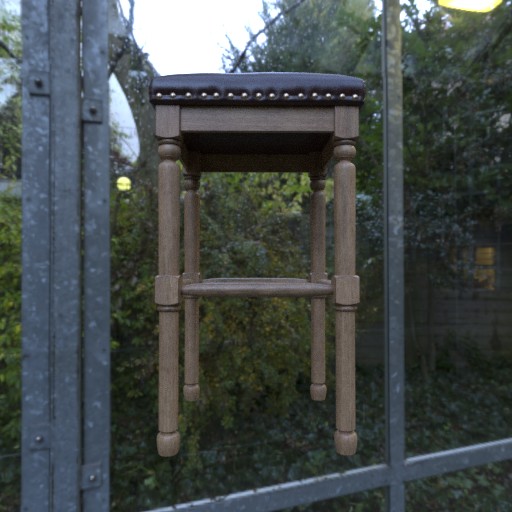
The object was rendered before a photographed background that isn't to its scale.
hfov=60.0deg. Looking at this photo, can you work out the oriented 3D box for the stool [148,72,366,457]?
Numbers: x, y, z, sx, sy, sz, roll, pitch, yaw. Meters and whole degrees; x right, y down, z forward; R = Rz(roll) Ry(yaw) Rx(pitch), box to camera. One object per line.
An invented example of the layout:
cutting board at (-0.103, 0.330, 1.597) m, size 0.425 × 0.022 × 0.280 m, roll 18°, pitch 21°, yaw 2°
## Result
stool at (0.000, 0.000, 0.950) m, size 0.382 × 0.702 × 0.383 m, roll 0°, pitch -1°, yaw -1°
